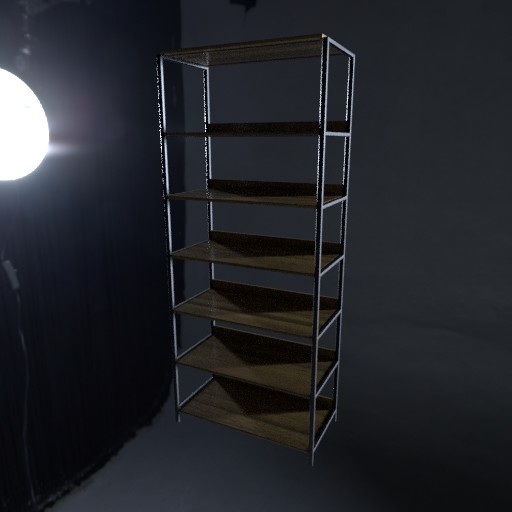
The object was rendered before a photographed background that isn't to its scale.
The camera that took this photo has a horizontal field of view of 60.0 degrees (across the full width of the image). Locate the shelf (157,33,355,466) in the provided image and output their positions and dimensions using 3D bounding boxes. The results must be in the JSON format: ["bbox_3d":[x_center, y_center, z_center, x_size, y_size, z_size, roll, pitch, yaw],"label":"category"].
[{"bbox_3d":[0.000,0.000,2.368,0.847,2.015,0.431,7,16,25],"label":"shelf"}]
